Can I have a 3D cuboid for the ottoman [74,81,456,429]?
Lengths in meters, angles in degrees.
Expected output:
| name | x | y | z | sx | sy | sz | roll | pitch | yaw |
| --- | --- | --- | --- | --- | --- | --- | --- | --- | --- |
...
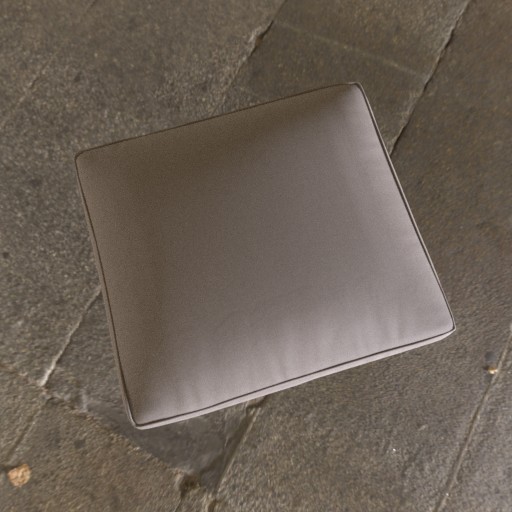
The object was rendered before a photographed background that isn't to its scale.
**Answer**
| name | x | y | z | sx | sy | sz | roll | pitch | yaw |
| --- | --- | --- | --- | --- | --- | --- | --- | --- | --- |
| ottoman | 0.000 | 0.000 | 1.139 | 0.721 | 0.505 | 0.662 | -16 | 77 | -4 |
